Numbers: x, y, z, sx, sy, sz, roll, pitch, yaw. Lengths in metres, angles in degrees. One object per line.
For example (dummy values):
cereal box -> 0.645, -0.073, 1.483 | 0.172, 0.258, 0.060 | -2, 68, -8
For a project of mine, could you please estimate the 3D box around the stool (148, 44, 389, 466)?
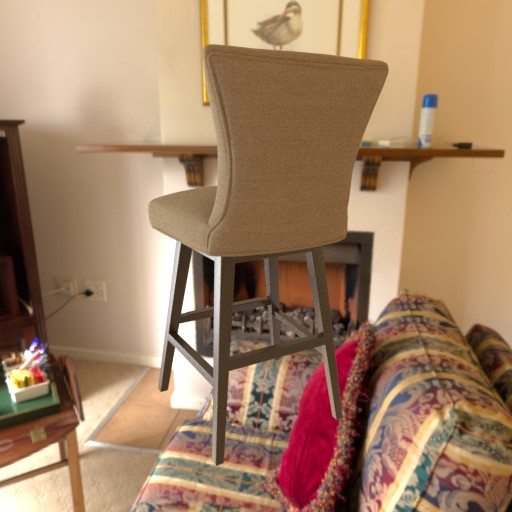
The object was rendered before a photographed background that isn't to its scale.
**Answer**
stool -> 0.000, 0.000, 1.362 | 0.514, 1.086, 0.574 | -8, 18, -27
